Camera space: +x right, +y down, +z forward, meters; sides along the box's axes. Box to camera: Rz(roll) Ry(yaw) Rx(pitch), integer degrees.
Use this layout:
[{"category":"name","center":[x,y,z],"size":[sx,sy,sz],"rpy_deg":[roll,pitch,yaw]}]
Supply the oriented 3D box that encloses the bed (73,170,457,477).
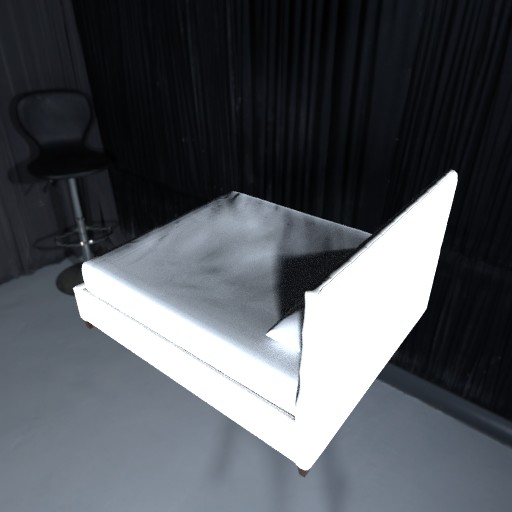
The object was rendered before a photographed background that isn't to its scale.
[{"category":"bed","center":[0.000,0.000,3.694],"size":[2.387,1.427,2.078],"rpy_deg":[22,38,32]}]
